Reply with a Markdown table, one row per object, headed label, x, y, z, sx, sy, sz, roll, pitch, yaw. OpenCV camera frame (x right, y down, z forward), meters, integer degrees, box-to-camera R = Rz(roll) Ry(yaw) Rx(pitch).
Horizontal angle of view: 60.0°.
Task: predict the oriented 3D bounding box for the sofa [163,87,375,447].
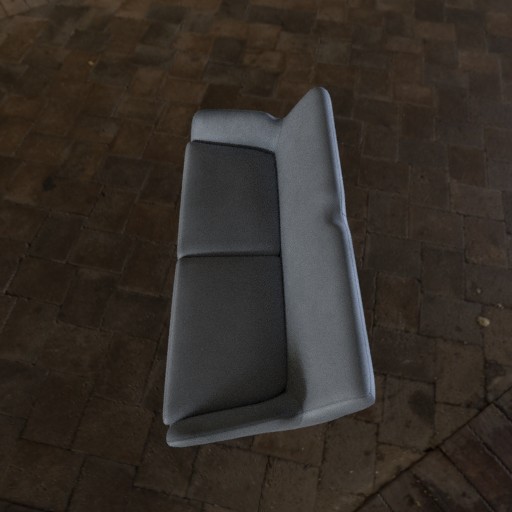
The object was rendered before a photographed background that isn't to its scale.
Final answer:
| label | x | y | z | sx | sy | sz | roll | pitch | yaw |
| --- | --- | --- | --- | --- | --- | --- | --- | --- | --- |
| sofa | 0.000 | 0.000 | 2.314 | 0.850 | 0.810 | 1.870 | -1 | 59 | -1 |
